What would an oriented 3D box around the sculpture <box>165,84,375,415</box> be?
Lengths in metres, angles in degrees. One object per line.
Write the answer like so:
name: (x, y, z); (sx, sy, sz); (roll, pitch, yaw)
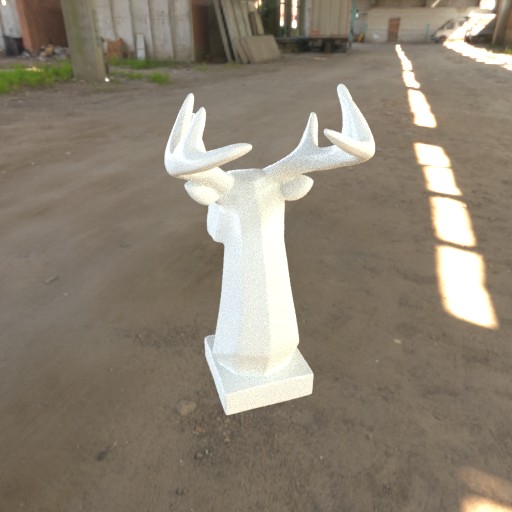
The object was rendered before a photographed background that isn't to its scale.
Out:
sculpture: (0.000, 0.000, 0.457); (0.174, 0.329, 0.224); (-9, 29, -16)
